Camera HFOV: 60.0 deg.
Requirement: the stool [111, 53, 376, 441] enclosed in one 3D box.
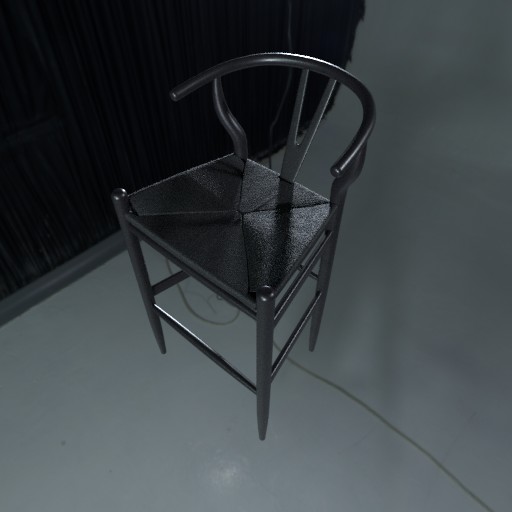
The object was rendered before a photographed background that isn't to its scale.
[{"bbox_3d":[0.000,0.000,1.431,0.569,1.072,0.579,32,55,27],"label":"stool"}]
